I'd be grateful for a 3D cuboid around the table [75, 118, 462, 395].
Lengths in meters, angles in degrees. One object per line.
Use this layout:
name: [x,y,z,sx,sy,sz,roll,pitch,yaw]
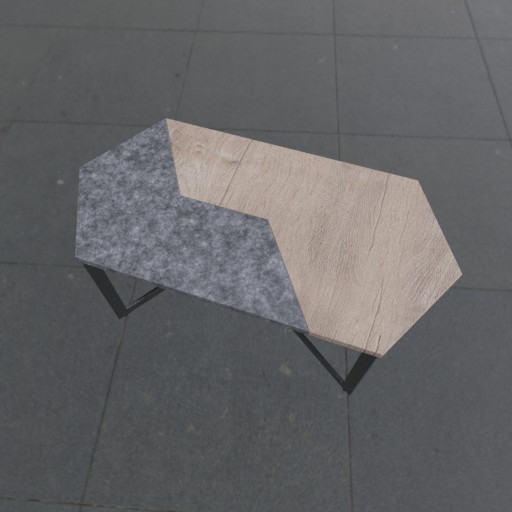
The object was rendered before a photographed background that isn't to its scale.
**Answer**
table: [0.000,0.000,1.536,1.219,0.457,0.609,16,60,10]
